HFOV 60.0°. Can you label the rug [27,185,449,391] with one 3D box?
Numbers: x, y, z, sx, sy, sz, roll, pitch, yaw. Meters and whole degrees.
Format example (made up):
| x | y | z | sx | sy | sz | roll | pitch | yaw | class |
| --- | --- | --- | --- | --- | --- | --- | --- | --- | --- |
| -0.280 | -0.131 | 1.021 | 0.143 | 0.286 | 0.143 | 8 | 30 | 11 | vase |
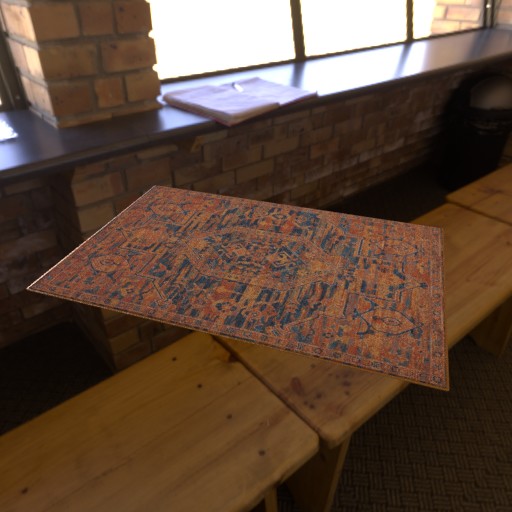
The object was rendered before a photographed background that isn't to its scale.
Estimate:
| x | y | z | sx | sy | sz | roll | pitch | yaw | class |
| --- | --- | --- | --- | --- | --- | --- | --- | --- | --- |
| 0.000 | 0.000 | 2.179 | 1.758 | 0.013 | 1.148 | 10 | 35 | 15 | rug |
